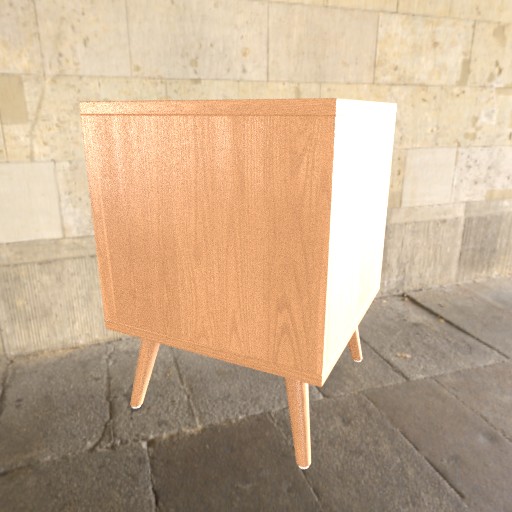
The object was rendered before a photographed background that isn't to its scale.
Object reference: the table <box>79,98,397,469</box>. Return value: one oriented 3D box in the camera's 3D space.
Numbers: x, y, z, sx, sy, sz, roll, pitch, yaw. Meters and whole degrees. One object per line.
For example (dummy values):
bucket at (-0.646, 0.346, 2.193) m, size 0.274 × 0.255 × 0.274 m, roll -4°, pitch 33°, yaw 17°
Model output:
table at (0.000, 0.000, 0.841) m, size 0.400 × 0.550 × 0.400 m, roll 9°, pitch 20°, yaw 25°
